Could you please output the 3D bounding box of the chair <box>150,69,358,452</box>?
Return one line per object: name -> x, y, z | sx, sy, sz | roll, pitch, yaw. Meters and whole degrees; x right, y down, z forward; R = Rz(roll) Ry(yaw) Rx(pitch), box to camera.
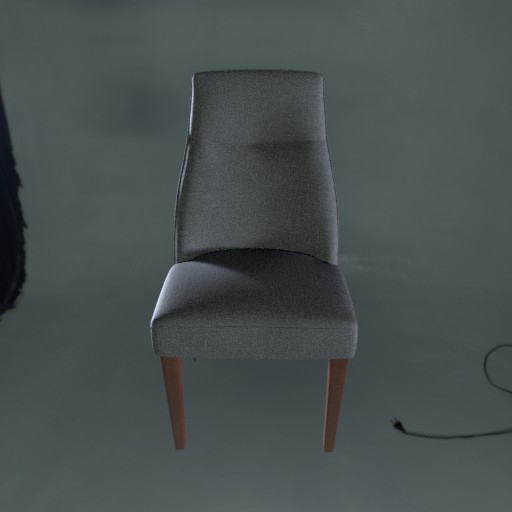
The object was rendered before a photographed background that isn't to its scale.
chair -> 0.000, 0.000, 1.286 | 0.500, 0.930, 0.620 | 1, 32, 1
